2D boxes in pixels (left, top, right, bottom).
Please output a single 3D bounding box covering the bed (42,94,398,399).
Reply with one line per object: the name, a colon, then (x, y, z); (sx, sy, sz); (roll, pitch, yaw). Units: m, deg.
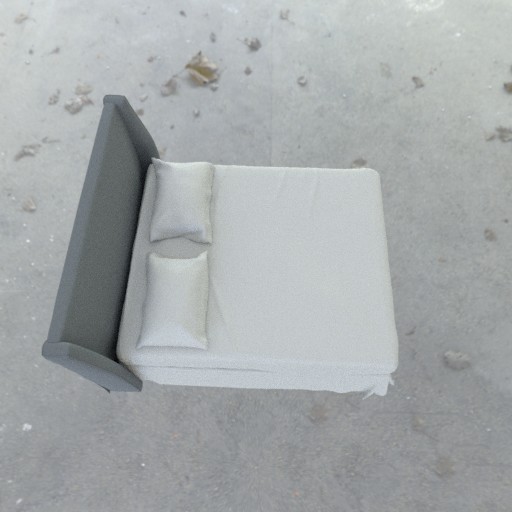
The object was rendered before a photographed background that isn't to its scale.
bed: (0.000, 0.000, 3.352); (2.276, 1.332, 1.925); (2, 65, 1)
